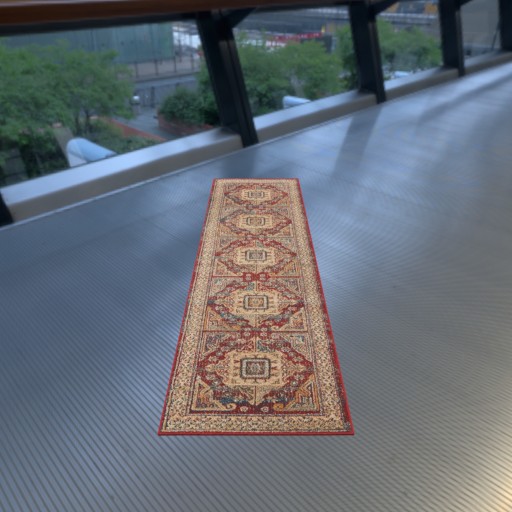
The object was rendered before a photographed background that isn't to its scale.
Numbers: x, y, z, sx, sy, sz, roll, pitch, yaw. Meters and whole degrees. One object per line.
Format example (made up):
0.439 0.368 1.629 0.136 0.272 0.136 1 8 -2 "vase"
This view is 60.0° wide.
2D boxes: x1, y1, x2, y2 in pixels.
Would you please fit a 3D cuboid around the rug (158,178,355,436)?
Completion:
0.000 0.000 2.456 0.659 0.015 2.292 0 31 0 "rug"
